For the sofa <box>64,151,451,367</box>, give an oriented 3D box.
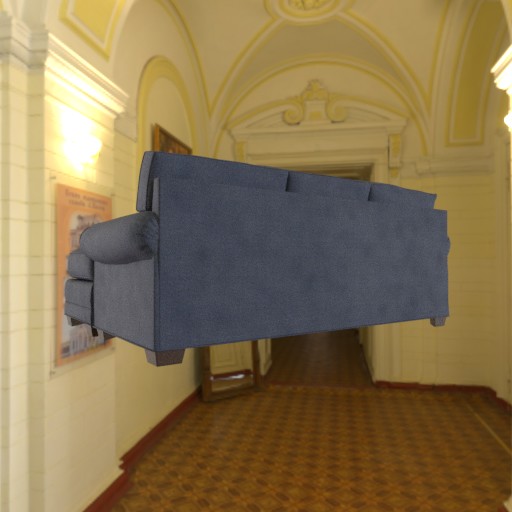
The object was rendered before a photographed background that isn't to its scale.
[{"bbox_3d":[0.000,0.000,3.426,2.567,1.063,1.780,1,-1,-35],"label":"sofa"}]
